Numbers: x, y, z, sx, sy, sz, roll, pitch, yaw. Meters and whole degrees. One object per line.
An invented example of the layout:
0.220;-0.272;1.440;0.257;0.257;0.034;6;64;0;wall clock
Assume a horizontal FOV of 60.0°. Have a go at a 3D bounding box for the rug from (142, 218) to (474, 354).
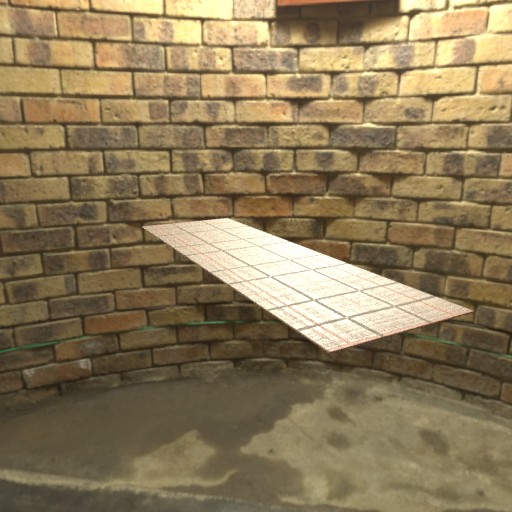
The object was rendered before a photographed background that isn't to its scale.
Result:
0.000;0.000;2.725;0.762;0.008;2.439;-8;17;-28;rug
